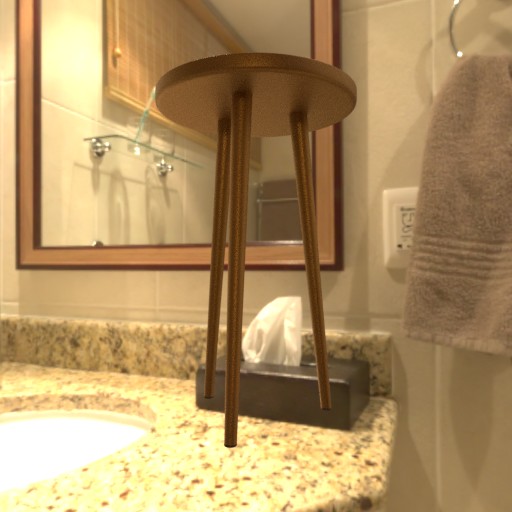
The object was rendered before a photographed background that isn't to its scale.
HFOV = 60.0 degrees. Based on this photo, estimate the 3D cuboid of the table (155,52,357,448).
[{"bbox_3d":[0.000,0.000,0.672,0.299,0.480,0.299,0,0,-17],"label":"table"}]
